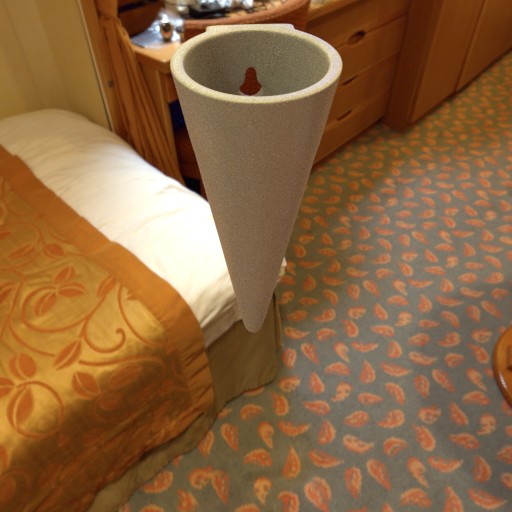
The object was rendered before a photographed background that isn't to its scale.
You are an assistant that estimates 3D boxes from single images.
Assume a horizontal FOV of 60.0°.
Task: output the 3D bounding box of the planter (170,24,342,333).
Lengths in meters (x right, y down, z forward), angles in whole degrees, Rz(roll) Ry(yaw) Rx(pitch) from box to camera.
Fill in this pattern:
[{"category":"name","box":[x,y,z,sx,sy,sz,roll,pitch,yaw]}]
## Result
[{"category":"planter","box":[0.000,0.000,0.217,0.057,0.191,0.064,-3,46,-3]}]
